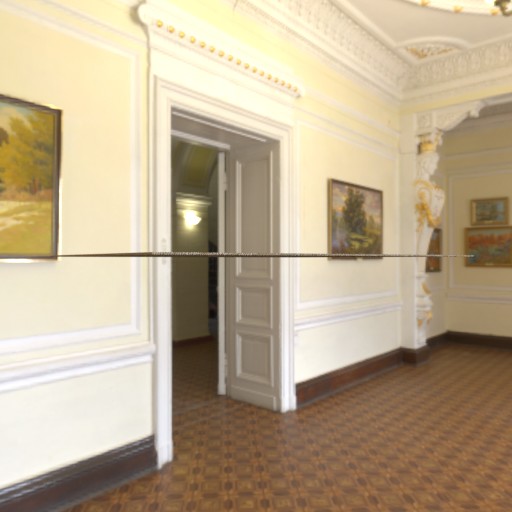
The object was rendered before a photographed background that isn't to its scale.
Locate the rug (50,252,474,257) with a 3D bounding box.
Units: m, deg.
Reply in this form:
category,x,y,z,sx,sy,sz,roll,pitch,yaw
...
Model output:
category,x,y,z,sx,sy,sz,roll,pitch,yaw
rug,0.000,0.000,4.074,3.034,0.012,2.471,0,-1,-36
